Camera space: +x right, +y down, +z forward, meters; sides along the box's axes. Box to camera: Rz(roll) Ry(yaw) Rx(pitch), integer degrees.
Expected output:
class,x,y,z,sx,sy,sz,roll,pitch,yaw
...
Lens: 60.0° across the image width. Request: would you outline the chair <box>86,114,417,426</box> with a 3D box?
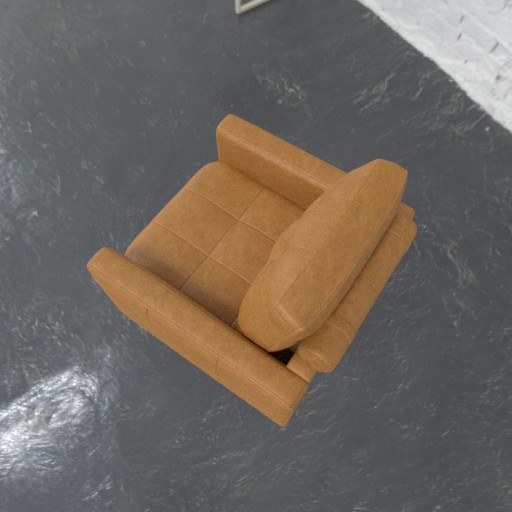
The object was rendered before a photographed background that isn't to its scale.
class,x,y,z,sx,sy,sz,roll,pitch,yaw
chair,0.000,0.000,1.593,0.868,0.896,0.831,32,68,15
